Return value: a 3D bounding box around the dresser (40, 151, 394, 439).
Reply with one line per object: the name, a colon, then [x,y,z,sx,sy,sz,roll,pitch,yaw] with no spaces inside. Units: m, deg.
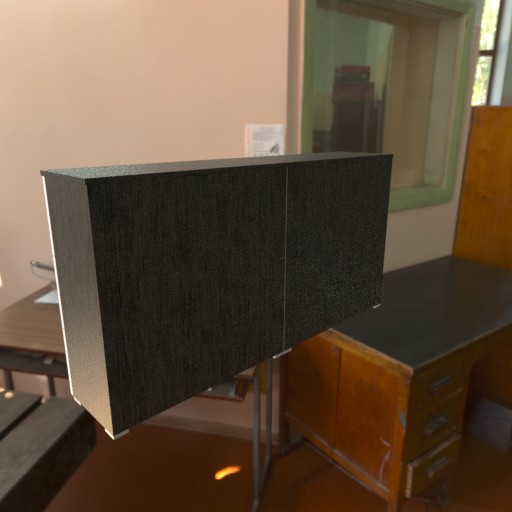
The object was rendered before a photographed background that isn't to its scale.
dresser: [0.000,0.000,1.865,1.535,0.790,0.333,-15,22,-42]
